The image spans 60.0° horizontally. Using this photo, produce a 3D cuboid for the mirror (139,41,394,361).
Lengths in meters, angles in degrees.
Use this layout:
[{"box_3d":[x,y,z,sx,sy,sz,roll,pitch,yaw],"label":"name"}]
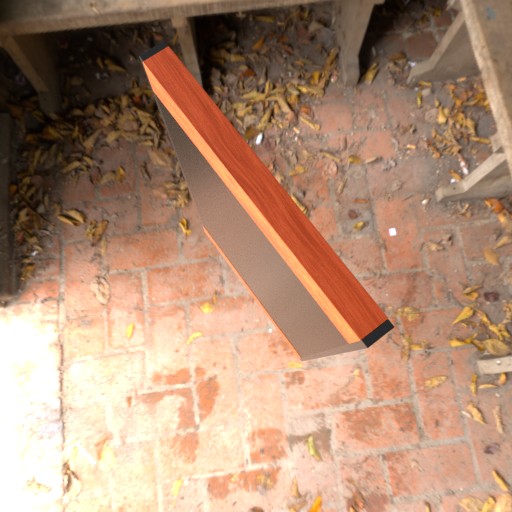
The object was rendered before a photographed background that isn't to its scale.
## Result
[{"box_3d":[0.000,0.000,1.001,0.047,0.823,0.525,-35,78,-9],"label":"mirror"}]
